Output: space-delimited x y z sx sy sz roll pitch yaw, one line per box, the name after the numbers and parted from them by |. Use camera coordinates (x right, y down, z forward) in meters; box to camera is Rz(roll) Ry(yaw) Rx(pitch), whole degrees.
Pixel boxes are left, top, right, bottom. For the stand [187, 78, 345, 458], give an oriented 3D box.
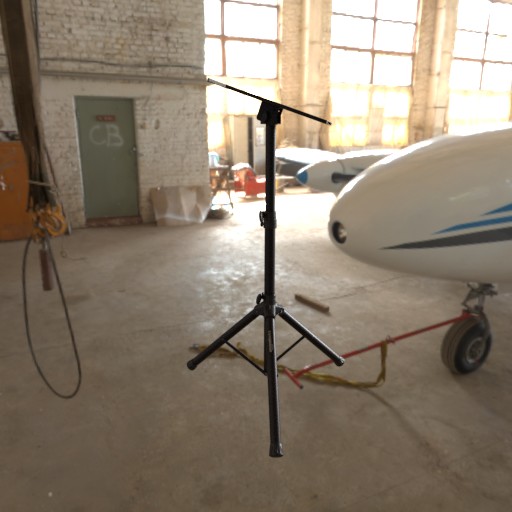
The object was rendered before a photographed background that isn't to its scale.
0.000 0.000 1.641 0.702 1.198 0.702 3 16 11 | stand
